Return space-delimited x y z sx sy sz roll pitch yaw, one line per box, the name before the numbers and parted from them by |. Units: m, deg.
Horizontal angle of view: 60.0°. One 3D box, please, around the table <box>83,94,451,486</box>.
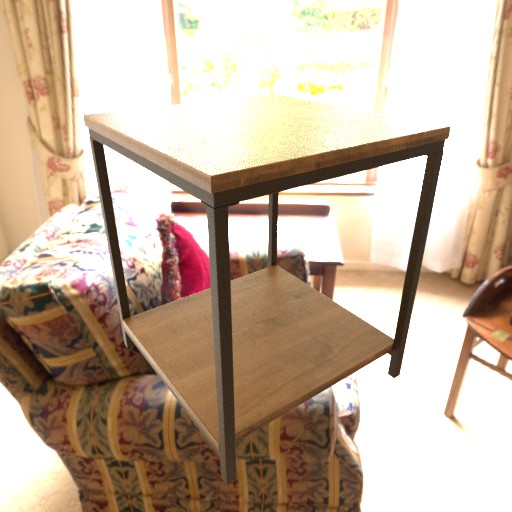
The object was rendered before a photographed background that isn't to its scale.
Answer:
table | 0.000 0.000 0.987 0.503 0.589 0.507 -19 33 -31
